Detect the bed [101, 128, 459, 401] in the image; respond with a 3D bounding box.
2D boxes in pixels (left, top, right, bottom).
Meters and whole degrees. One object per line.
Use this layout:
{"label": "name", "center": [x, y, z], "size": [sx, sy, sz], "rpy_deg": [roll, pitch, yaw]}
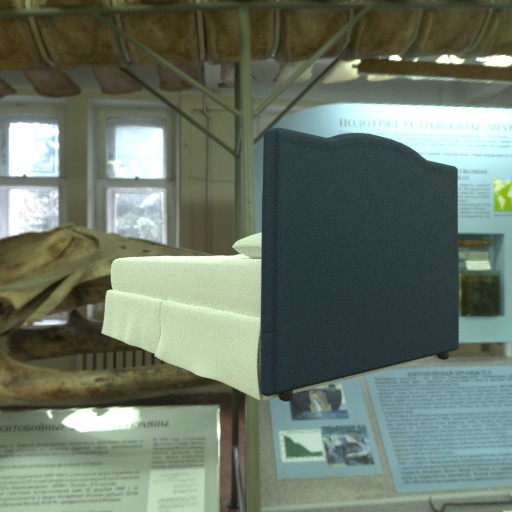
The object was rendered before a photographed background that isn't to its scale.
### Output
{"label": "bed", "center": [0.000, 0.000, 3.617], "size": [1.741, 1.441, 2.507], "rpy_deg": [0, 0, -37]}
